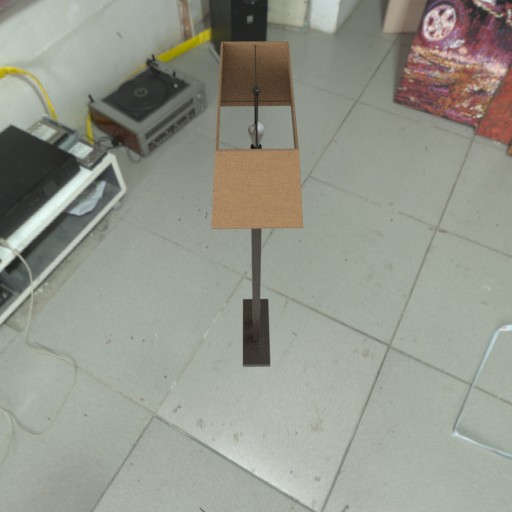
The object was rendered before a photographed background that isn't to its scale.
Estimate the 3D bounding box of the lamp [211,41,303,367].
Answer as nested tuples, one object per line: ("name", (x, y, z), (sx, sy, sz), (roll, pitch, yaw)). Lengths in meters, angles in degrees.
("lamp", (0.000, 0.000, 1.671), (0.233, 1.469, 0.475), (-1, 57, 0))
